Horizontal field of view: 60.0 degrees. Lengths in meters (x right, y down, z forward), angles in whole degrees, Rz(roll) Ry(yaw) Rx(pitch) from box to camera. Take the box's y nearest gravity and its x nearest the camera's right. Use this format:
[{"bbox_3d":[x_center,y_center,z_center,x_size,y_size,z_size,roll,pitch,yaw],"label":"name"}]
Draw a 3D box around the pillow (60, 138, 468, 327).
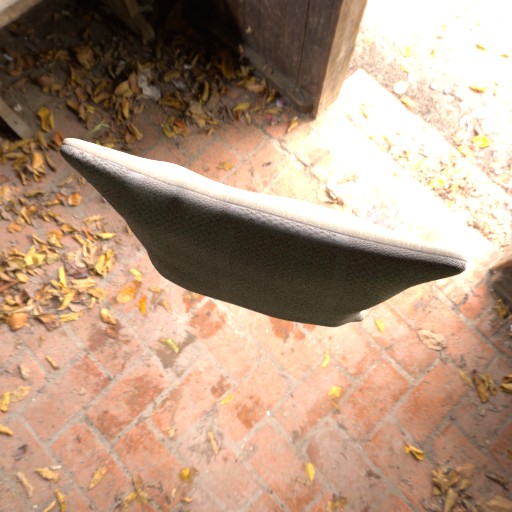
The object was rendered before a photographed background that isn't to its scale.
[{"bbox_3d":[0.000,0.000,0.656,0.436,0.432,0.138,17,76,4],"label":"pillow"}]
